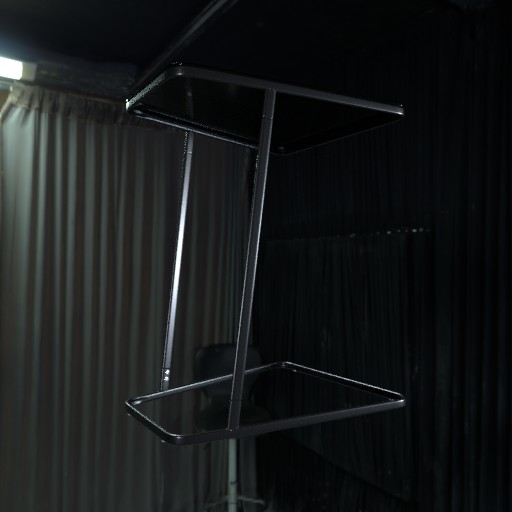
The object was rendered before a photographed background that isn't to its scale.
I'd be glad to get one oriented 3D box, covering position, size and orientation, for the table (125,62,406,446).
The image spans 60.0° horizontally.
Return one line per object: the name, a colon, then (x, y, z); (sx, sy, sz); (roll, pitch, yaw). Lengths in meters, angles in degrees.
table: (0.000, 0.000, 0.951); (0.500, 0.624, 0.427); (1, -1, -36)
